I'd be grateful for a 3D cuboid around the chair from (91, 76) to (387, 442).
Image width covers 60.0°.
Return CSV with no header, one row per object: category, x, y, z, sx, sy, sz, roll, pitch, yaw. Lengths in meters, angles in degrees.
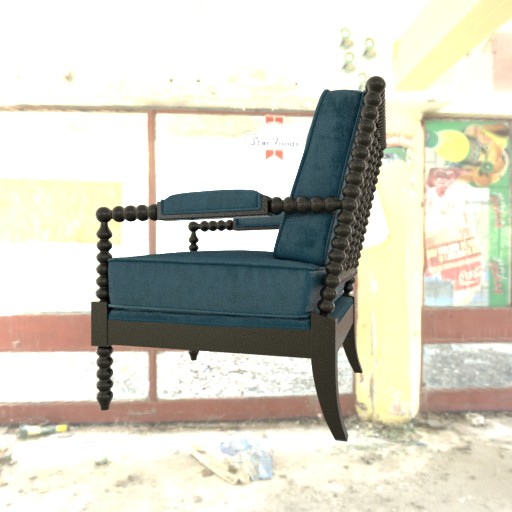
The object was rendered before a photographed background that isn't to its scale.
chair,0.000,0.000,1.424,0.805,0.857,0.688,0,0,17
